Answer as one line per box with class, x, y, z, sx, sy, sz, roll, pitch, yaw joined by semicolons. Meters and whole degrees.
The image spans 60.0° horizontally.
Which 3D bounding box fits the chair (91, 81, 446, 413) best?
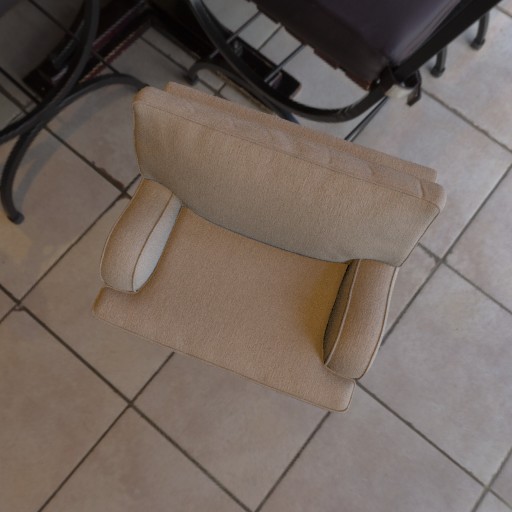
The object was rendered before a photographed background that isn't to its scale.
chair;0.000;0.000;1.994;1.220;1.016;1.041;20;77;5
